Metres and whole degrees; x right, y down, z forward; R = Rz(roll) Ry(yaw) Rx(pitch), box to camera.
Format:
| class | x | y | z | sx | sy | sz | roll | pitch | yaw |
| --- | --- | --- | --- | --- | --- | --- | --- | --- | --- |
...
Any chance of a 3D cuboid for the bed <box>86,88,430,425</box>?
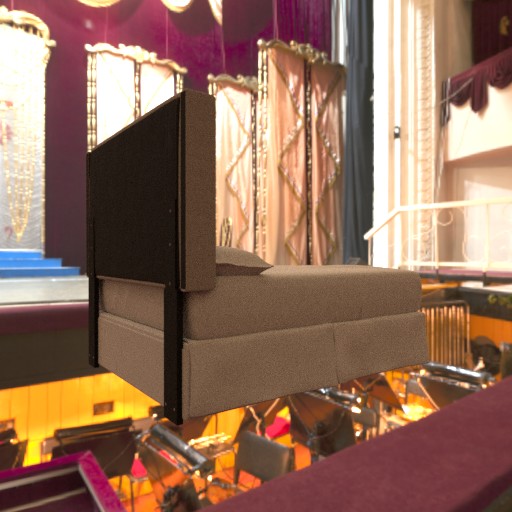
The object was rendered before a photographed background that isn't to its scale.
| class | x | y | z | sx | sy | sz | roll | pitch | yaw |
| --- | --- | --- | --- | --- | --- | --- | --- | --- | --- |
| bed | 0.000 | 0.000 | 3.400 | 2.066 | 1.665 | 1.719 | 0 | 0 | -36 |
